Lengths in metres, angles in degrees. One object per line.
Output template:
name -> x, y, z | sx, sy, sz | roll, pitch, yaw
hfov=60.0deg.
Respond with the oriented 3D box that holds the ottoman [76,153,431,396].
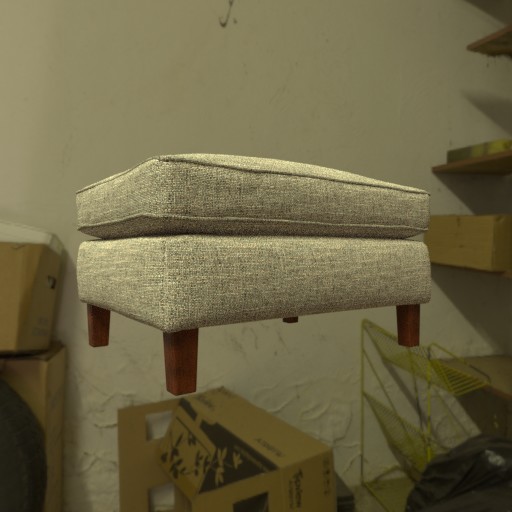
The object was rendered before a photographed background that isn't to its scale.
ottoman -> 0.000, 0.000, 1.005 | 0.686, 0.406, 0.508 | 0, 1, -36
